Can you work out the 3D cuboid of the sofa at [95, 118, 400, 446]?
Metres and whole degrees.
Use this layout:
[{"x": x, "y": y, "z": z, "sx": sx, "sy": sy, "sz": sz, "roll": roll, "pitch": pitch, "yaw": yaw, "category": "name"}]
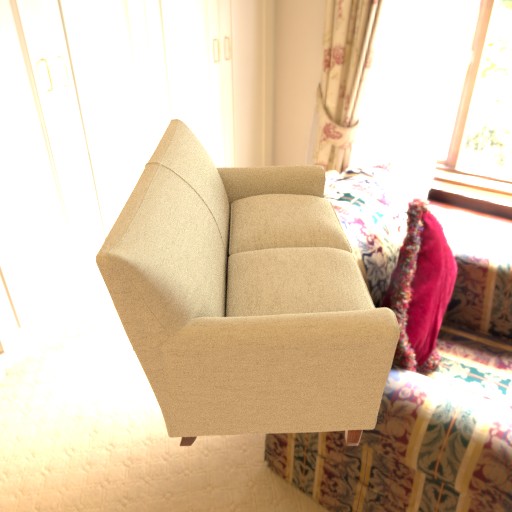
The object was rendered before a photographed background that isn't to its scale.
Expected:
[{"x": 0.000, "y": 0.000, "z": 2.009, "sx": 0.891, "sy": 0.892, "sz": 1.482, "roll": -1, "pitch": 31, "yaw": -1, "category": "sofa"}]
